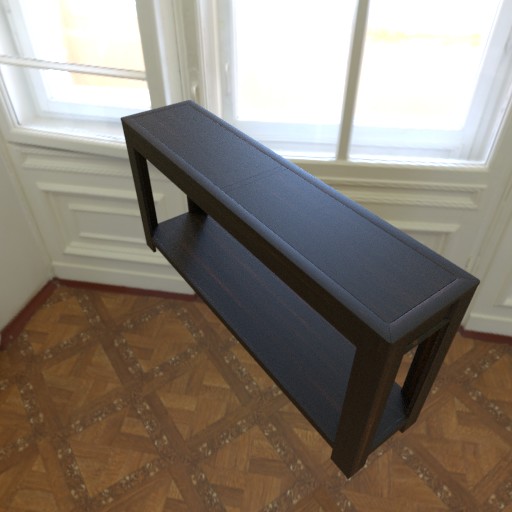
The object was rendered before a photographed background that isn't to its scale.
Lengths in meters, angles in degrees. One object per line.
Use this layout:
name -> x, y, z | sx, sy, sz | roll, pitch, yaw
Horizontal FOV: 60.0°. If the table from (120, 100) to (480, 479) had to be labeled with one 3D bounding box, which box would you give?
table -> 0.000, 0.000, 1.899 | 0.384, 0.762, 1.631 | -25, 47, -27
